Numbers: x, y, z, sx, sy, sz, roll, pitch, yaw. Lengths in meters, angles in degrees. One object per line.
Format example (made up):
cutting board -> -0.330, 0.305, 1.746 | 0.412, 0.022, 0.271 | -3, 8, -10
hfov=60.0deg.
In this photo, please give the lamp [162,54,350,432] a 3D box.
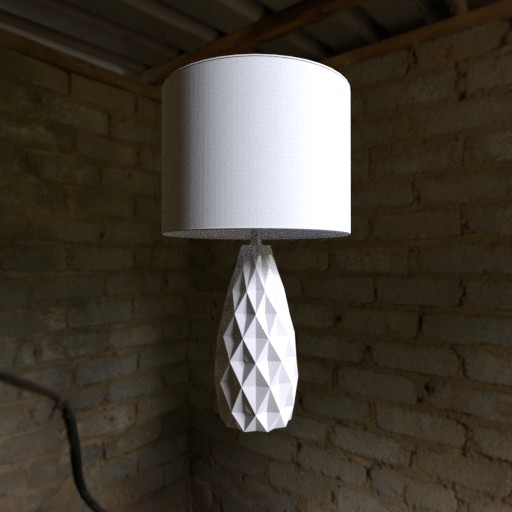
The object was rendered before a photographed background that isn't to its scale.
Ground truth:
lamp -> 0.000, 0.000, 0.712 | 0.297, 0.522, 0.297 | 0, 0, 0
